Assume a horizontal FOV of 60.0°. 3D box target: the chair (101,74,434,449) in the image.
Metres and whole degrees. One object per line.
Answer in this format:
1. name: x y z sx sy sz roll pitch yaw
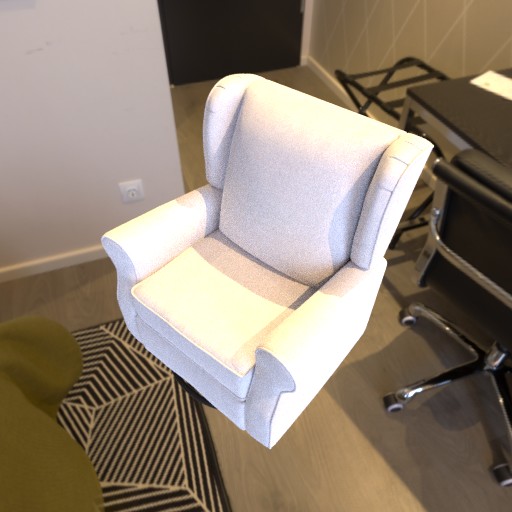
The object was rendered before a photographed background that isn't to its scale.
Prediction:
1. chair: 0.000 0.000 1.681 0.906 0.967 0.854 31 54 26
